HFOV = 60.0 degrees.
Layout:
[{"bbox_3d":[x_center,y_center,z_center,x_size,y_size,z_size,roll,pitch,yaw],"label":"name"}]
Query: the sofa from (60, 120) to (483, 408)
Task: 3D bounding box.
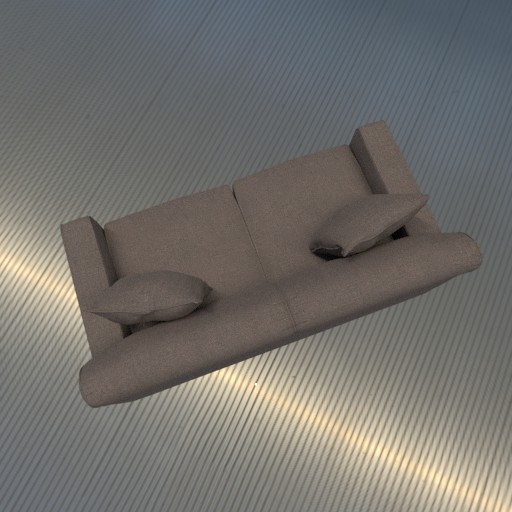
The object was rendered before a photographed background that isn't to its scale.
[{"bbox_3d":[0.000,0.000,2.400,1.846,0.958,1.000,-19,75,-5],"label":"sofa"}]
